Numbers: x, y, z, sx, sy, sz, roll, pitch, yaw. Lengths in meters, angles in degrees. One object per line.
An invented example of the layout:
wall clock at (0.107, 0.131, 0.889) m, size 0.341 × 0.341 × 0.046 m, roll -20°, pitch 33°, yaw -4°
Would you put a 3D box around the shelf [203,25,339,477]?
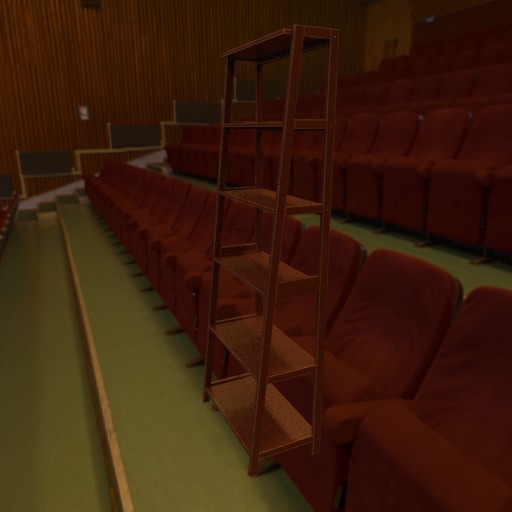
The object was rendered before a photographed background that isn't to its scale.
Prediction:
shelf at (0.000, 0.000, 2.132) m, size 0.381 × 1.892 × 0.660 m, roll -8°, pitch 18°, yaw -25°
